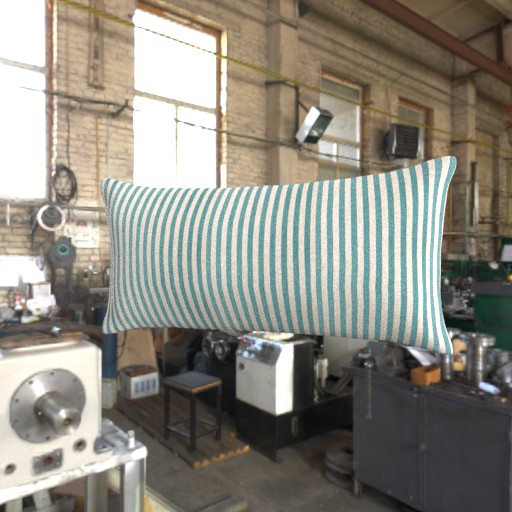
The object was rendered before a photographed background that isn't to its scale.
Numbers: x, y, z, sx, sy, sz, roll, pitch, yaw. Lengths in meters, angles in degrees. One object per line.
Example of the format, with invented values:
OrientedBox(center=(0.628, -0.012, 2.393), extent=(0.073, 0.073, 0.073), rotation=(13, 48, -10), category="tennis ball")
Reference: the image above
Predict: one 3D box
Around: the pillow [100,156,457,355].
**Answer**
OrientedBox(center=(0.000, 0.000, 0.744), extent=(0.617, 0.295, 0.151), rotation=(0, 0, 18), category="pillow")
